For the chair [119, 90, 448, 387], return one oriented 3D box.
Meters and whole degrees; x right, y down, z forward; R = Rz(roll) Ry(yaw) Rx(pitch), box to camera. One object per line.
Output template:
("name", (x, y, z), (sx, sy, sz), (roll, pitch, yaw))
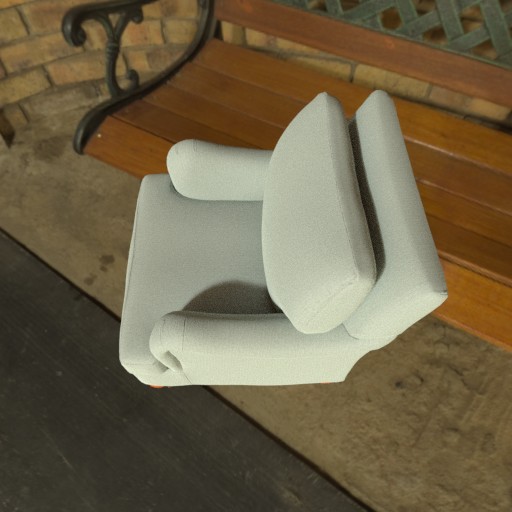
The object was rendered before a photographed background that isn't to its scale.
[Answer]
("chair", (0.000, 0.000, 1.848), (1.070, 1.038, 0.955), (-2, 59, -1))
